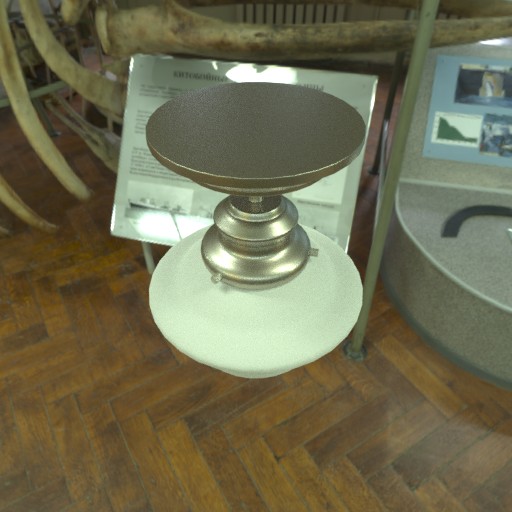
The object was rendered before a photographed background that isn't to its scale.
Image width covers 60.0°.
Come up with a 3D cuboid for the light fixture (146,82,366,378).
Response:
[{"bbox_3d":[0.000,0.000,0.396,0.199,0.254,0.199,0,42,0],"label":"light fixture"}]
